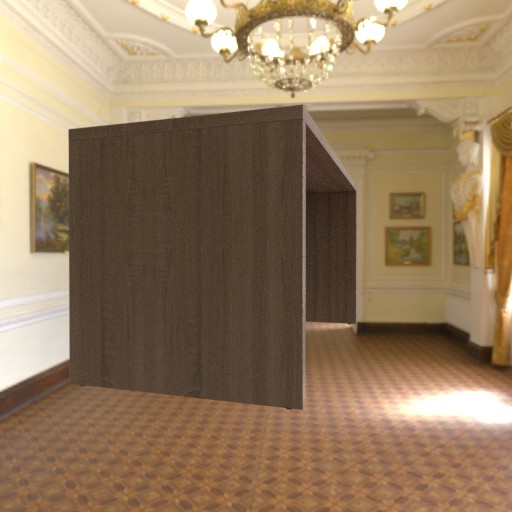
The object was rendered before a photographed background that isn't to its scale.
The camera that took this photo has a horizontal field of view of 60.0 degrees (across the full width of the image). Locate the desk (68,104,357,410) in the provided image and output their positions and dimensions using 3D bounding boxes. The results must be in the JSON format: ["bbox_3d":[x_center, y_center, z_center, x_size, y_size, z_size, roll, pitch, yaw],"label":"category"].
[{"bbox_3d":[0.000,0.000,1.833,0.690,0.745,1.380,0,1,18],"label":"desk"}]
